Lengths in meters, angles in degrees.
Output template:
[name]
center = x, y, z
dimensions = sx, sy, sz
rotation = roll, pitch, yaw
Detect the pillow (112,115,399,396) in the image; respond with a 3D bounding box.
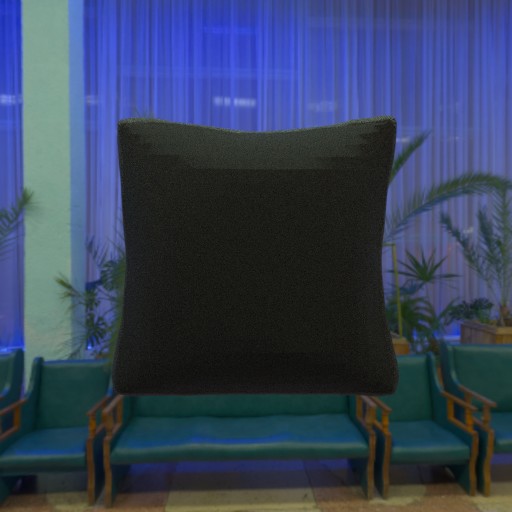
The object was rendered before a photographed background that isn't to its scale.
[pillow]
center = 0.000, 0.000, 0.827
dimensions = 0.533, 0.523, 0.210
rotation = 0, 0, -1
